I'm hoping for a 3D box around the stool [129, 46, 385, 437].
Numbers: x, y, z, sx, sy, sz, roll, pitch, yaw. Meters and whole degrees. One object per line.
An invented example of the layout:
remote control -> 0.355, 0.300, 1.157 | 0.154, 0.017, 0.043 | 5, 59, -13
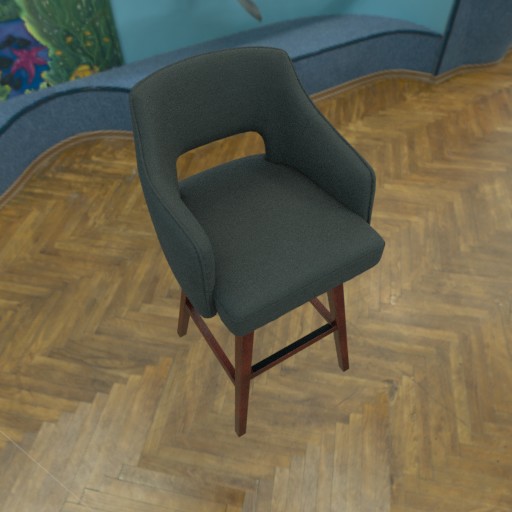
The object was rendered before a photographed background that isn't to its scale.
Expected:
stool -> 0.000, 0.000, 1.332 | 0.548, 1.012, 0.558 | -25, 53, -21
